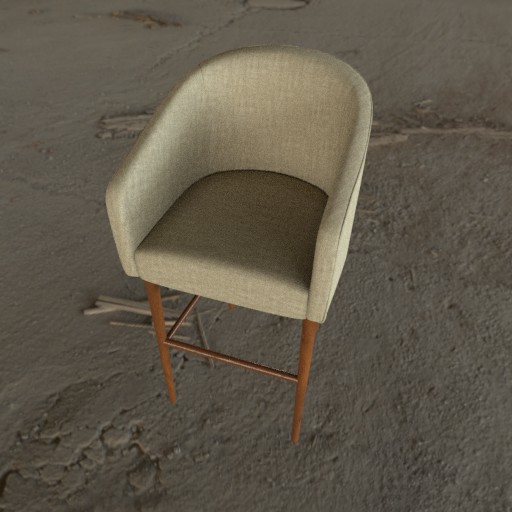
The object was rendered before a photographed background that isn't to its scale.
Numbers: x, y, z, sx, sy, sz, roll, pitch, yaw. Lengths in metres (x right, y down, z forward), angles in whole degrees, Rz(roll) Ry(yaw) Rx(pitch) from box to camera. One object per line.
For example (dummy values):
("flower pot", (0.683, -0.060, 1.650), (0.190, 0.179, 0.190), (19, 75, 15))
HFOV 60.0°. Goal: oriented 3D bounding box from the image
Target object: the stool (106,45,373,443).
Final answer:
("stool", (0.000, 0.000, 1.384), (0.559, 1.078, 0.607), (13, 42, 14))
